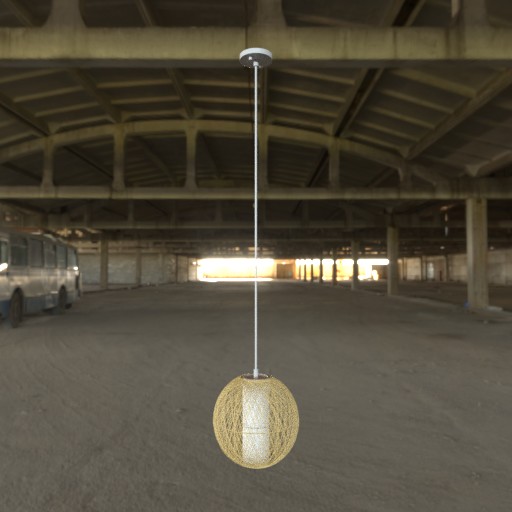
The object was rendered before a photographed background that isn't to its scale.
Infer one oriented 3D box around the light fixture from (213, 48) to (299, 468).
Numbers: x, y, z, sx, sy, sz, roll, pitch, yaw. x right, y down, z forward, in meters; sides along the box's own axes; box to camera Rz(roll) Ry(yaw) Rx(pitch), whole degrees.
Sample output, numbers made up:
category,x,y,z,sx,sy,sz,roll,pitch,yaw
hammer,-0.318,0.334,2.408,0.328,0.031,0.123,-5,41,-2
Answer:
category,x,y,z,sx,sy,sz,roll,pitch,yaw
light fixture,0.000,0.000,2.134,0.406,1.955,0.407,0,-2,0
